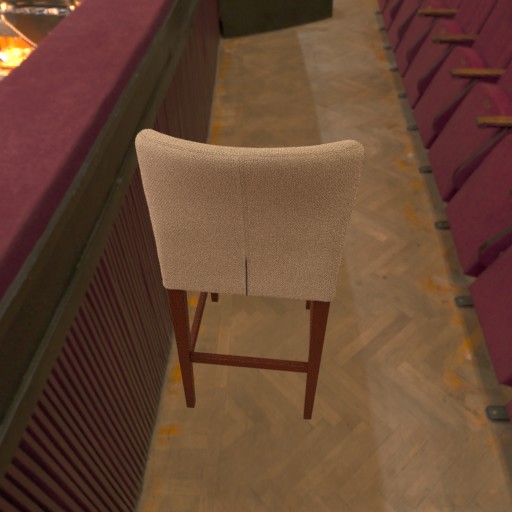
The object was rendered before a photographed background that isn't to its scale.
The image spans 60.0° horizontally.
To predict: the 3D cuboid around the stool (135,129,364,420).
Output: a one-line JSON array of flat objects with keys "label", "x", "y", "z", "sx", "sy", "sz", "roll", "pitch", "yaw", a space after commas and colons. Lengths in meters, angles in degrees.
[{"label": "stool", "x": 0.000, "y": 0.000, "z": 1.367, "sx": 0.481, "sy": 1.069, "sz": 0.568, "roll": 4, "pitch": 45, "yaw": 4}]
